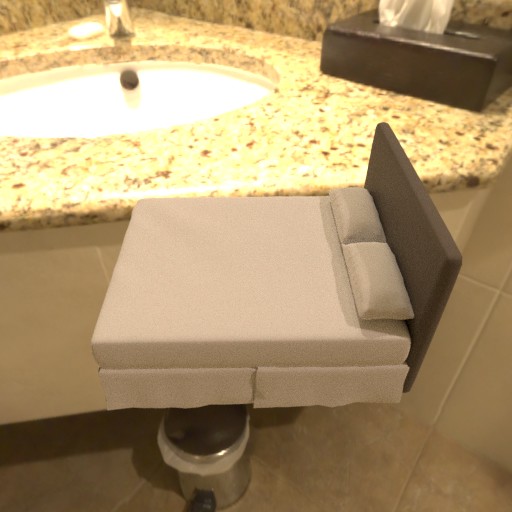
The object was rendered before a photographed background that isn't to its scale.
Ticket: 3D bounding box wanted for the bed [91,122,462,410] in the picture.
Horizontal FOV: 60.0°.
[{"bbox_3d":[0.000,0.000,3.264,2.142,1.330,1.723,-1,41,-1],"label":"bed"}]
